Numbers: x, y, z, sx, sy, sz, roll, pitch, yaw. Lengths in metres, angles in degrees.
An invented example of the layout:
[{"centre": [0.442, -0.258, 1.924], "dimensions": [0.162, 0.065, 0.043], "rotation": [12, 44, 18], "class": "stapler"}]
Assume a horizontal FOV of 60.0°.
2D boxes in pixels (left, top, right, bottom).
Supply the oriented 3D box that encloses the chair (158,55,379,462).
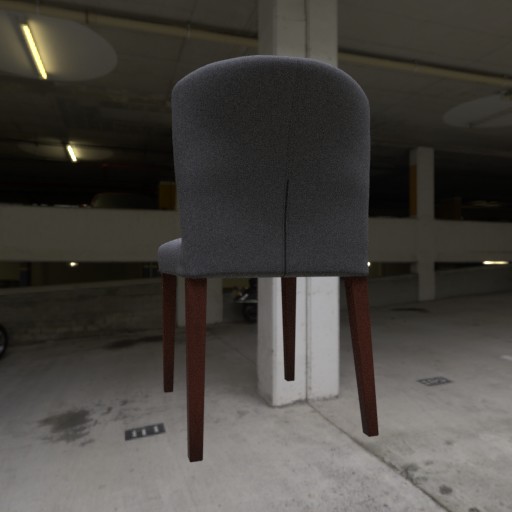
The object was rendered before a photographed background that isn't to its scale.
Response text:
[{"centre": [0.000, 0.000, 1.200], "dimensions": [0.491, 0.839, 0.592], "rotation": [0, 0, -18], "class": "chair"}]
